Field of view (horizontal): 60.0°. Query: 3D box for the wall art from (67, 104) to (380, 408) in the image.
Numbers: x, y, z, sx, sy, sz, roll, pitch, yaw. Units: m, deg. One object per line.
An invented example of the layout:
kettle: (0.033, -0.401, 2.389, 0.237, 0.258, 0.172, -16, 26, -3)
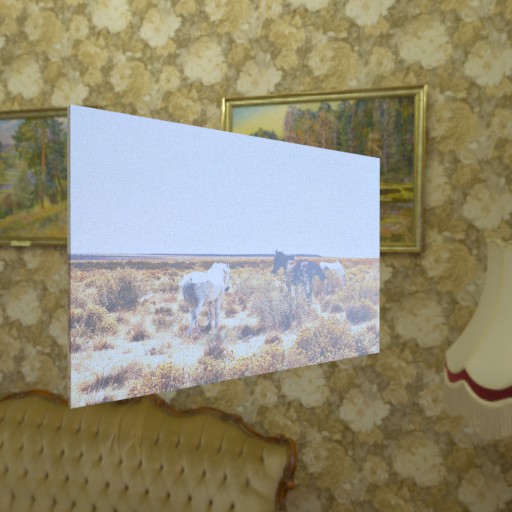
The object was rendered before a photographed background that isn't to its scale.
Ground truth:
wall art: (0.000, 0.000, 1.919, 1.520, 1.016, 0.051, 0, 0, -34)
